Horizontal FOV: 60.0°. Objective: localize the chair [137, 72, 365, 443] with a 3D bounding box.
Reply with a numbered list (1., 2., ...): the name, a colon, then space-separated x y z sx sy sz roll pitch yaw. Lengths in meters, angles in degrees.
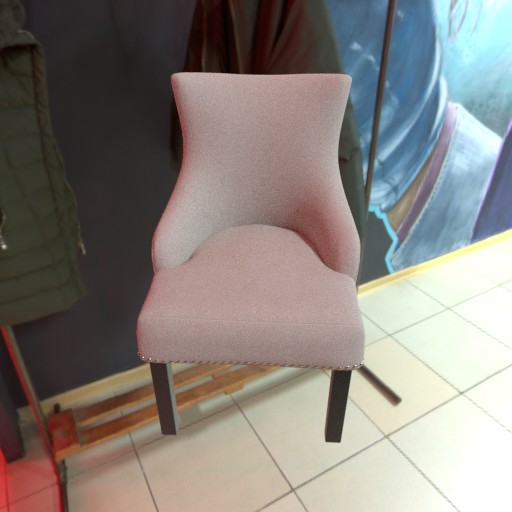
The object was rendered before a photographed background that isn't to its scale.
1. chair: 0.000 0.000 1.272 0.566 0.909 0.629 2 31 3
